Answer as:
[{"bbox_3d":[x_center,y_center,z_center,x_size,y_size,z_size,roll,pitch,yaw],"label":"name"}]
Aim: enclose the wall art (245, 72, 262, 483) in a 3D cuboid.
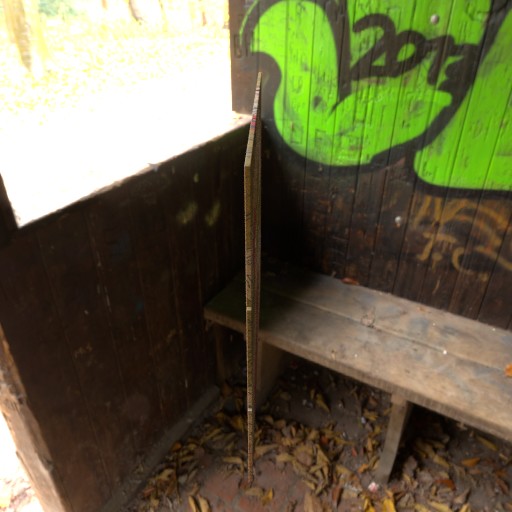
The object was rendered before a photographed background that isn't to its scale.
[{"bbox_3d":[0.000,0.000,1.822,0.013,1.218,1.206,1,32,2],"label":"wall art"}]
